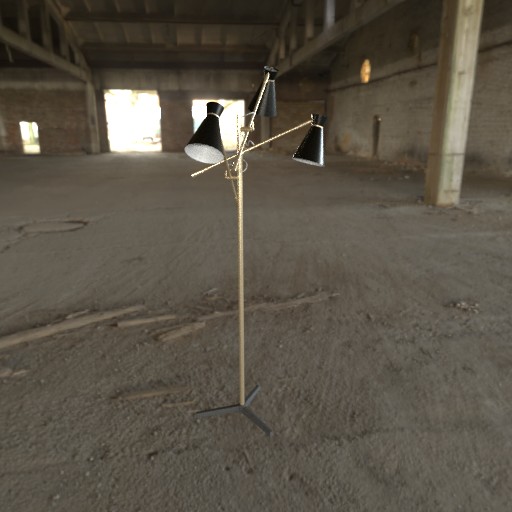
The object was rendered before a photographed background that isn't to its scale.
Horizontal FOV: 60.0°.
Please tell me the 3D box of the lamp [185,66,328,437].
[{"bbox_3d":[0.000,0.000,2.193,0.653,1.804,0.750,-2,16,-8],"label":"lamp"}]
